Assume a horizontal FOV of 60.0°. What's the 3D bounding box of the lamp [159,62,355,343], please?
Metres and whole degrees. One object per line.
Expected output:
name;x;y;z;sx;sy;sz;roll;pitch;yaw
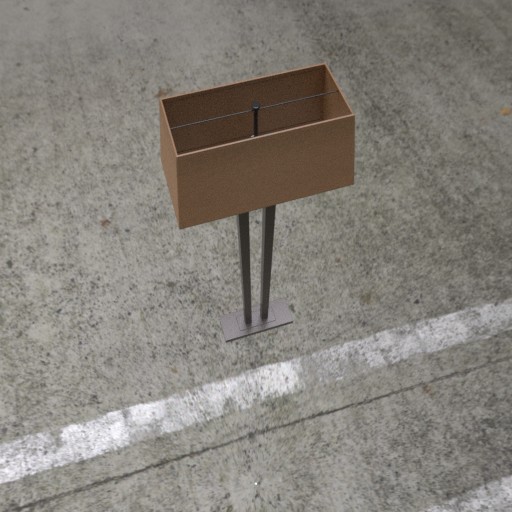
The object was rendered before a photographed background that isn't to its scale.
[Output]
lamp;0.000;0.000;1.639;0.475;1.469;0.233;-15;64;-8
